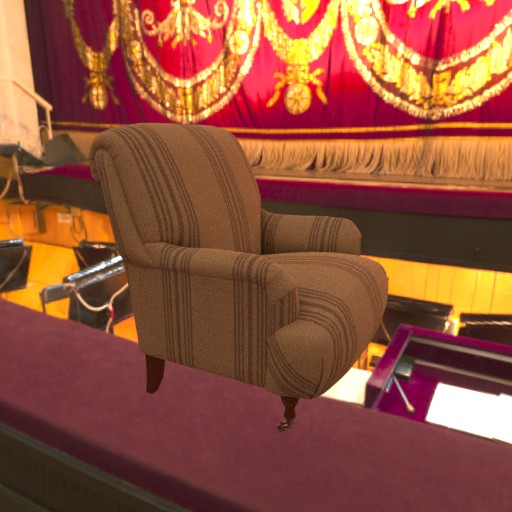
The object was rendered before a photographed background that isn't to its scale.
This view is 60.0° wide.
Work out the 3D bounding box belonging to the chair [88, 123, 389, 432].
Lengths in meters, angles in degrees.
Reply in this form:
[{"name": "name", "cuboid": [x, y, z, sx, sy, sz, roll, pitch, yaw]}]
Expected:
[{"name": "chair", "cuboid": [0.000, 0.000, 1.633, 0.914, 0.940, 0.813, 8, 17, 26]}]
